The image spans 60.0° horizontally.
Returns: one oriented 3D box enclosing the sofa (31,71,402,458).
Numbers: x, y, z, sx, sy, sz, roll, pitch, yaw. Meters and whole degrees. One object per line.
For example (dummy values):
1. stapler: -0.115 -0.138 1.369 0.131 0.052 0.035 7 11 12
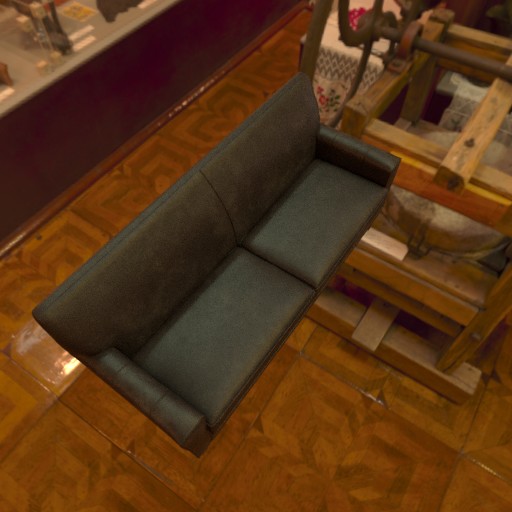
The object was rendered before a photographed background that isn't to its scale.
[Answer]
1. sofa: 0.000 0.000 2.509 0.805 0.947 2.053 31 62 19
